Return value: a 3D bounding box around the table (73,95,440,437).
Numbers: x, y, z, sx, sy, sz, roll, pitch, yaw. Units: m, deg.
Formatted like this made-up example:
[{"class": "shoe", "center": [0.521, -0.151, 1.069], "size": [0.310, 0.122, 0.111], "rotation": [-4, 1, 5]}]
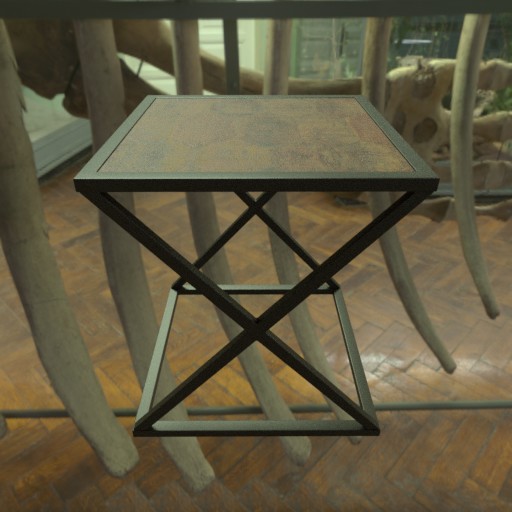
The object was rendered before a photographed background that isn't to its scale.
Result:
[{"class": "table", "center": [0.000, 0.000, 0.963], "size": [0.500, 0.565, 0.500], "rotation": [0, 32, 0]}]
